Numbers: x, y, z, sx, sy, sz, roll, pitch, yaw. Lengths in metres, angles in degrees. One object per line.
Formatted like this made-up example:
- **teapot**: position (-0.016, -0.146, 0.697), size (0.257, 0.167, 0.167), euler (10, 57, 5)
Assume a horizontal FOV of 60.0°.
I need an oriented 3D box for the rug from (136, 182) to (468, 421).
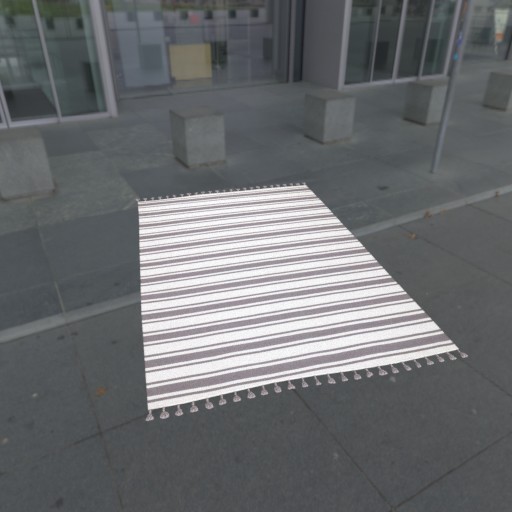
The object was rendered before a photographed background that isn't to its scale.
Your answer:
- **rug**: position (0.000, 0.000, 3.031), size (1.563, 0.014, 2.425), euler (-7, 32, -12)
